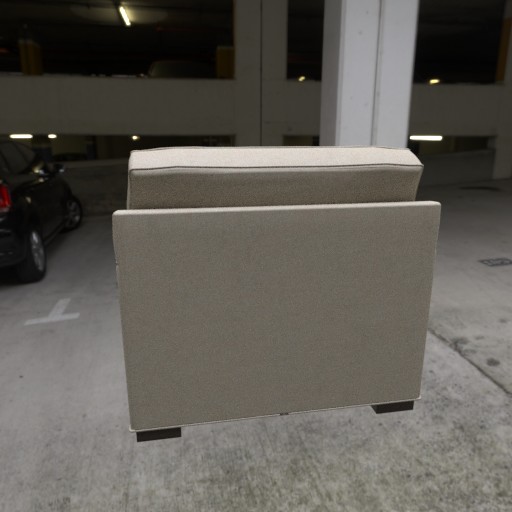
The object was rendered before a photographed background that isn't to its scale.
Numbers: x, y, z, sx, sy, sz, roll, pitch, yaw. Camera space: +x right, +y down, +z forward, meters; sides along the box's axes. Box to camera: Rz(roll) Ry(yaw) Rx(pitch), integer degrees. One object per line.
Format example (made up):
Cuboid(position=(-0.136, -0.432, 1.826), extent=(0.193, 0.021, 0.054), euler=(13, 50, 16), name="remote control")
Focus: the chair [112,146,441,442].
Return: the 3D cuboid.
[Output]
Cuboid(position=(0.000, 0.000, 1.852), extent=(0.998, 0.913, 1.043), euler=(-3, 16, -10), name="chair")
